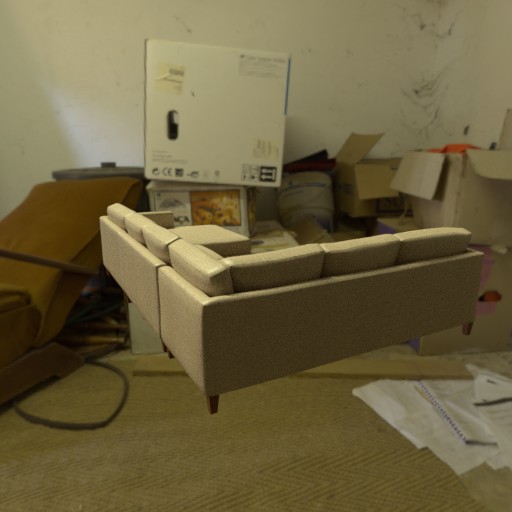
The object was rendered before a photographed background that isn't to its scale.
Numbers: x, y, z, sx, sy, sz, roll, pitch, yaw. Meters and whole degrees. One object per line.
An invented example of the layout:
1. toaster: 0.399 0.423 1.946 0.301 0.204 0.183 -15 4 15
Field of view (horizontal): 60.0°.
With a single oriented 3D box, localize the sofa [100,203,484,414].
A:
1. sofa: 0.000 0.000 4.665 2.594 0.961 3.460 -8 17 -27
